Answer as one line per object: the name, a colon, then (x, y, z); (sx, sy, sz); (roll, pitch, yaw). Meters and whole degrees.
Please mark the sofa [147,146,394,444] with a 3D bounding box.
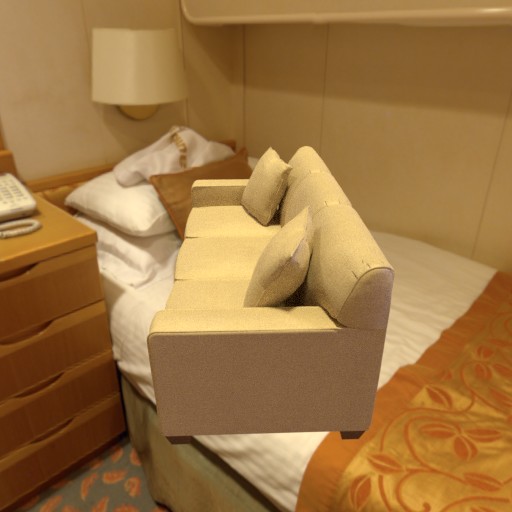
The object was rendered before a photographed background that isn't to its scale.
sofa: (0.000, 0.000, 2.693); (0.997, 0.958, 2.024); (-1, 27, -2)
